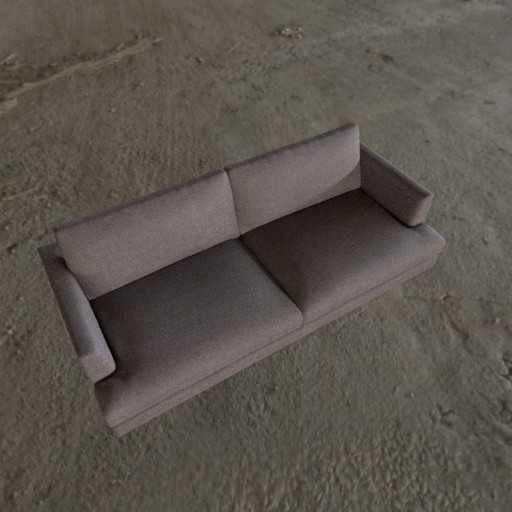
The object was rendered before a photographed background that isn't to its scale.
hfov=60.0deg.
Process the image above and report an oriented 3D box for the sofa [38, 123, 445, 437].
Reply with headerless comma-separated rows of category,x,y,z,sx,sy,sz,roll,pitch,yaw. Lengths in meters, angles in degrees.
sofa,0.000,0.000,2.713,2.250,0.868,1.020,-24,51,-21
